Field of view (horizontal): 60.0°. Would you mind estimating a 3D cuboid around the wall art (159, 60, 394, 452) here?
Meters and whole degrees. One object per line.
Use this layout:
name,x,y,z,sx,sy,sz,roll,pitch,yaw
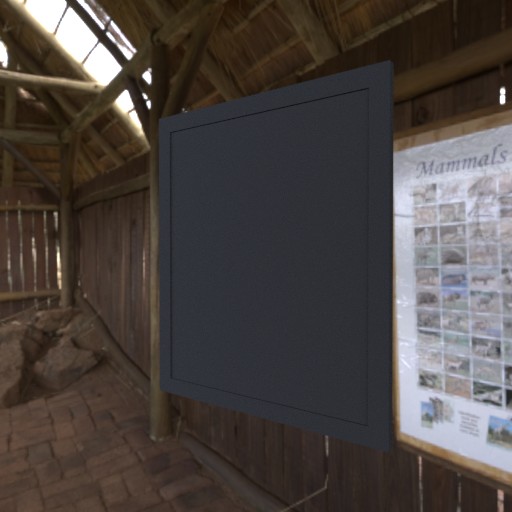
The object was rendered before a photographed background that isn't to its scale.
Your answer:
wall art,0.000,0.000,0.504,0.311,0.361,0.010,1,1,36
